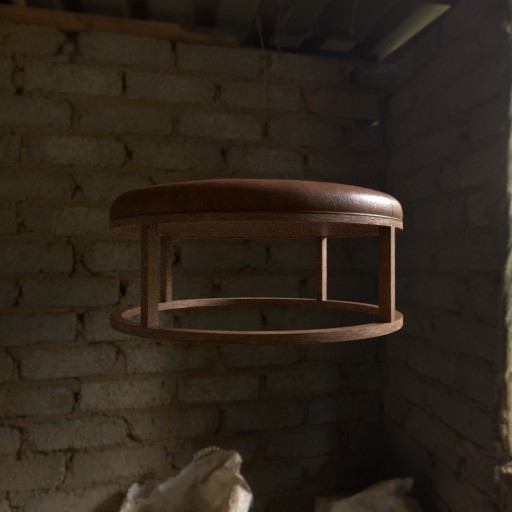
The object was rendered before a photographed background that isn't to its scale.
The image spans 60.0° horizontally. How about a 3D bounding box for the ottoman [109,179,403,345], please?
[{"bbox_3d":[0.000,0.000,1.587,1.006,0.445,1.006,0,0,0],"label":"ottoman"}]
